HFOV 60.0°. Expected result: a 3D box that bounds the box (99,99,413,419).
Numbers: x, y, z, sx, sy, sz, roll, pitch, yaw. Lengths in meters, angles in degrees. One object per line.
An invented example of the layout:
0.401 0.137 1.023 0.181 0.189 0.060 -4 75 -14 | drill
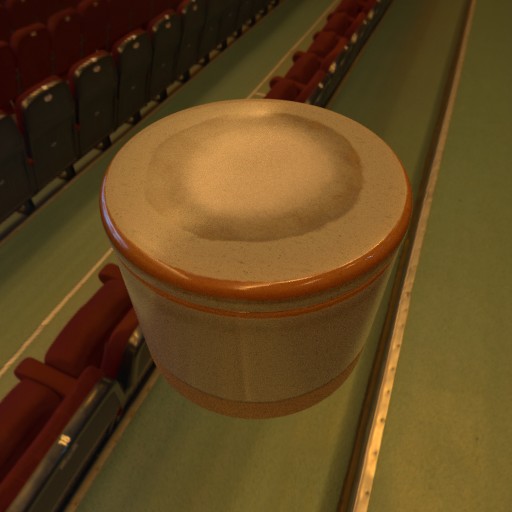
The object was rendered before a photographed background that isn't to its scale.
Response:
0.000 0.000 0.211 0.123 0.100 0.123 0 47 0 | box
